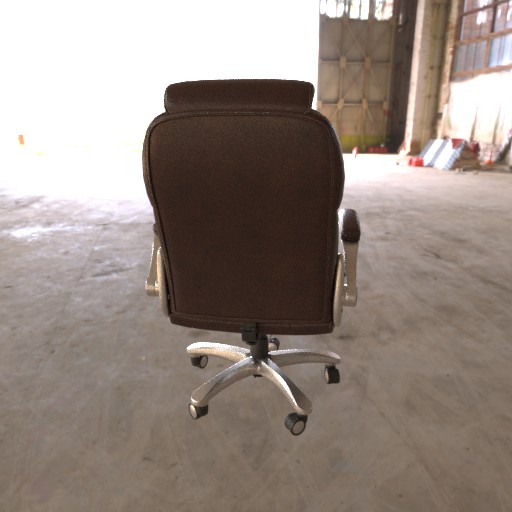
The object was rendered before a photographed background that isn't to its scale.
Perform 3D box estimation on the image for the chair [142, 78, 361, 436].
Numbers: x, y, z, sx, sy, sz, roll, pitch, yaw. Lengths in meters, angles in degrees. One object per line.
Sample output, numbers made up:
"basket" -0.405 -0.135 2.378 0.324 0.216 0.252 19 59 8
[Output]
"chair" 0.000 0.000 1.623 0.733 1.160 0.774 2 17 7
